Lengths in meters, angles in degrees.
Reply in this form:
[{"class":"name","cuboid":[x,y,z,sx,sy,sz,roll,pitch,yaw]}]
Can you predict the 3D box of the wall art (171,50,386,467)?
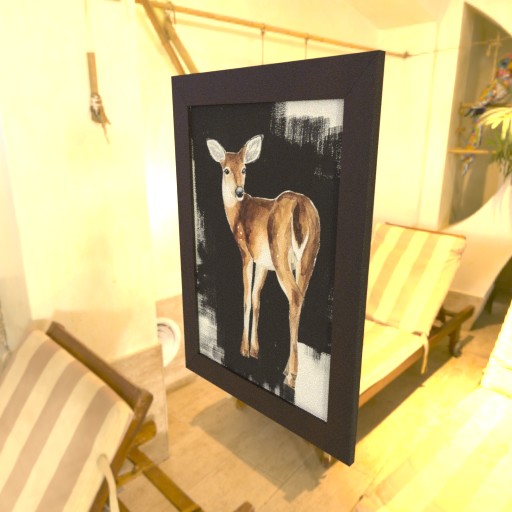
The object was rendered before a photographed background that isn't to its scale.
[{"class":"wall art","cuboid":[0.000,0.000,0.641,0.359,0.508,0.013,16,23,42]}]
